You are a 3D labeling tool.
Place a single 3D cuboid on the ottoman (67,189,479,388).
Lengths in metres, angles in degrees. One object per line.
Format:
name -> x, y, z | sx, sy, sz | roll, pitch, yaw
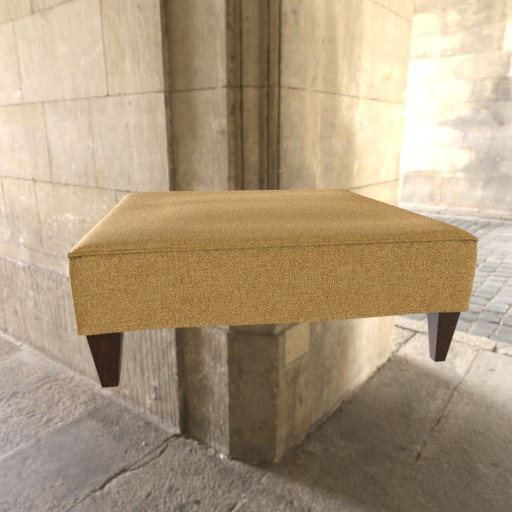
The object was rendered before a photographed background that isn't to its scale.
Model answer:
ottoman -> 0.000, 0.000, 1.504 | 0.970, 0.378, 0.981 | -2, 15, -8
